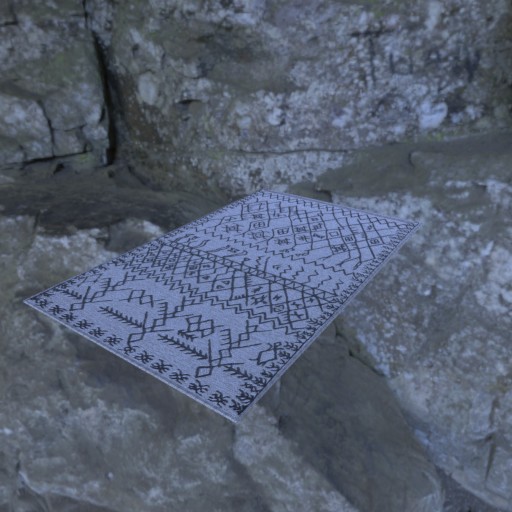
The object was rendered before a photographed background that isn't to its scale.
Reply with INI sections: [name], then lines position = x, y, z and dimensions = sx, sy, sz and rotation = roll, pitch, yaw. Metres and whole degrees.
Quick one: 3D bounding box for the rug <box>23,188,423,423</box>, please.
[rug]
position = 0.000, 0.000, 3.021
dimensions = 1.526, 0.012, 2.444
rotation = 18, 32, 31
